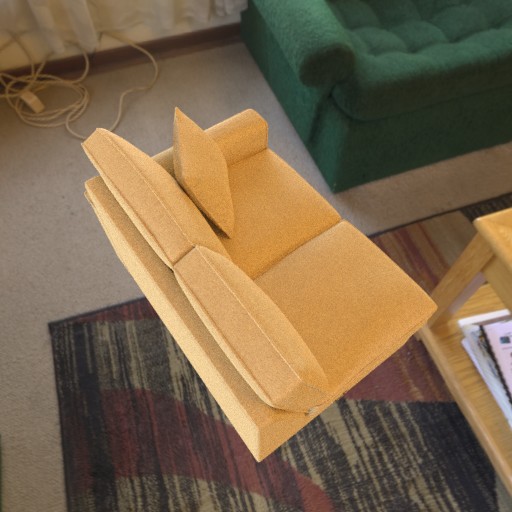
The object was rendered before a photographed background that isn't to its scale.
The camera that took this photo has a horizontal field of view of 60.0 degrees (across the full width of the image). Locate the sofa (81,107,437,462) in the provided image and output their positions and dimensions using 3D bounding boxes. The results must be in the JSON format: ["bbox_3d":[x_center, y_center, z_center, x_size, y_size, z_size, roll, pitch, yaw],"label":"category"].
[{"bbox_3d":[0.000,0.000,2.043,0.991,0.989,1.388,-32,63,-18],"label":"sofa"}]
